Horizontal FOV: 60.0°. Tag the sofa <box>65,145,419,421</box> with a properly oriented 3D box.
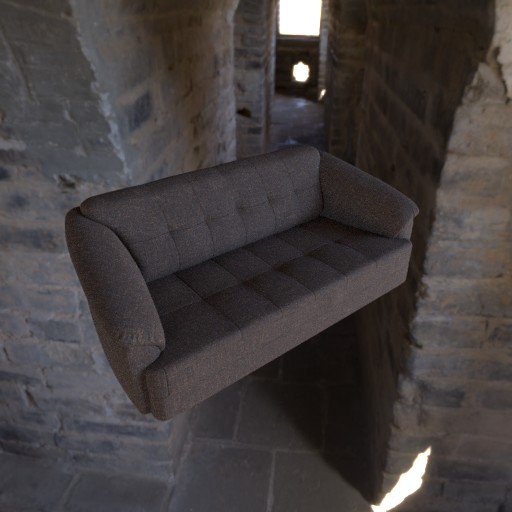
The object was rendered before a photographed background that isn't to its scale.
[{"bbox_3d":[0.000,0.000,2.350,1.849,0.790,0.887,-22,37,-33],"label":"sofa"}]
